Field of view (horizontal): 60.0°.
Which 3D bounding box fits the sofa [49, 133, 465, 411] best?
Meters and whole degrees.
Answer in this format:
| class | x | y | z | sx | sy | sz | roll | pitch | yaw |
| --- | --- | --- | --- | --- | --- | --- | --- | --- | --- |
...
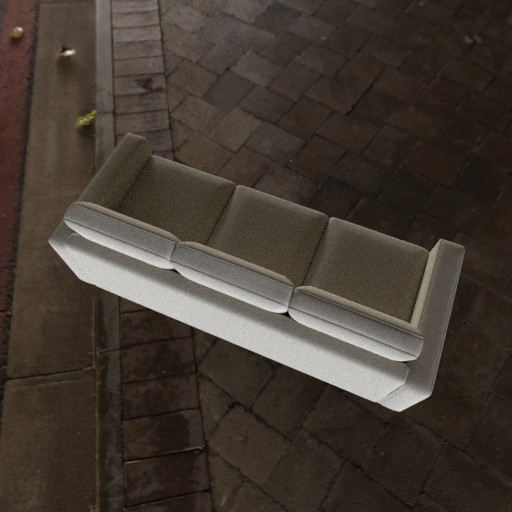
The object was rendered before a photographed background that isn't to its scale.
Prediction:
| class | x | y | z | sx | sy | sz | roll | pitch | yaw |
| --- | --- | --- | --- | --- | --- | --- | --- | --- | --- |
| sofa | 0.000 | 0.000 | 2.587 | 2.160 | 0.800 | 0.900 | 21 | 65 | 10 |
